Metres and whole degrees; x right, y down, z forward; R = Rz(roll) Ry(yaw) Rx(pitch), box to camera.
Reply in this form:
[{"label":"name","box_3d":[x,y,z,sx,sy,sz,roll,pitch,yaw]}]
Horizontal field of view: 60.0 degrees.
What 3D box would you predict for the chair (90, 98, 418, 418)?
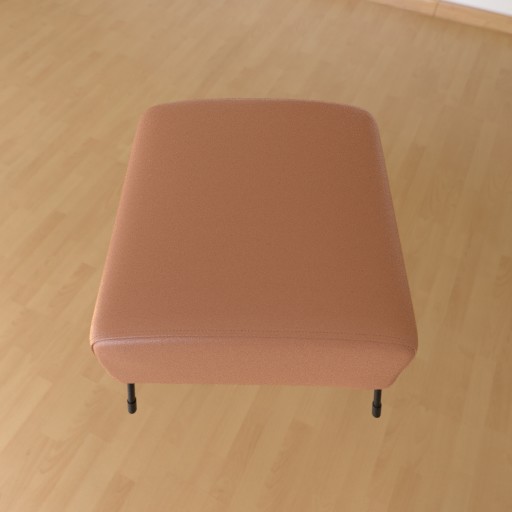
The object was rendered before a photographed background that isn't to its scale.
[{"label":"chair","box_3d":[0.000,0.000,0.894,0.530,0.410,0.530,1,57,0]}]
